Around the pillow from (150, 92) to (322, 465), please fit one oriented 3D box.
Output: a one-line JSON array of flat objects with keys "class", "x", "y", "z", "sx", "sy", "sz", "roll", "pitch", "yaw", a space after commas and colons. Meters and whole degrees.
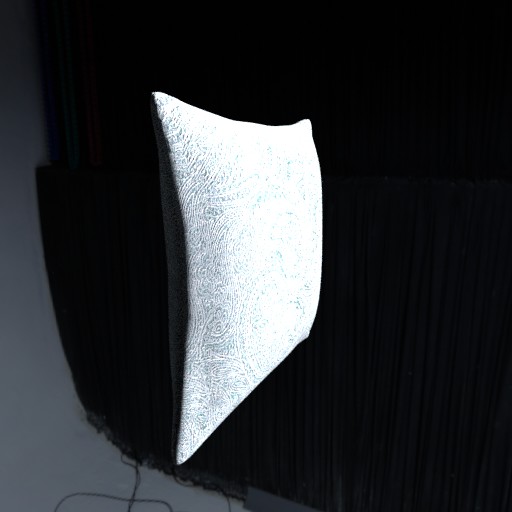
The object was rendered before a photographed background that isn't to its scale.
[{"class": "pillow", "x": 0.000, "y": 0.000, "z": 0.803, "sx": 0.166, "sy": 0.507, "sz": 0.526, "roll": 7, "pitch": 15, "yaw": 26}]
